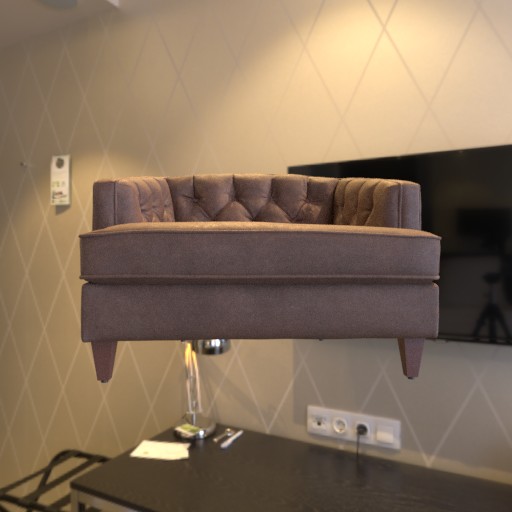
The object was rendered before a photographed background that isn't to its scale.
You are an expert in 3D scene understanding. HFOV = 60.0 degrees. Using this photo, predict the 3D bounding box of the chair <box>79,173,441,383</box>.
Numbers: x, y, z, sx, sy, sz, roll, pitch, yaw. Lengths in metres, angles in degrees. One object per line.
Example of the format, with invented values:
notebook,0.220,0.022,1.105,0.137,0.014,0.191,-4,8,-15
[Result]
chair,0.000,0.000,1.728,1.118,0.787,0.914,0,0,-2
